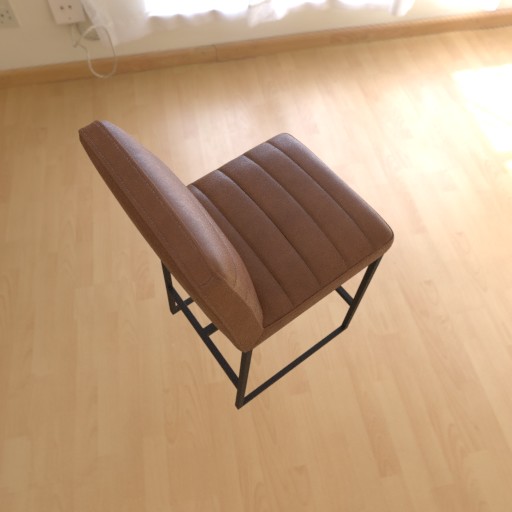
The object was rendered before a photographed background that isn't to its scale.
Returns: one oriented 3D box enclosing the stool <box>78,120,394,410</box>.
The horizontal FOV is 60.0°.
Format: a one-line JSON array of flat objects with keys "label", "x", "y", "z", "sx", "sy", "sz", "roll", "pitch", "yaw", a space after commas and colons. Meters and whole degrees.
[{"label": "stool", "x": 0.000, "y": 0.000, "z": 1.224, "sx": 0.556, "sy": 0.940, "sz": 0.458, "roll": -32, "pitch": 65, "yaw": -18}]
